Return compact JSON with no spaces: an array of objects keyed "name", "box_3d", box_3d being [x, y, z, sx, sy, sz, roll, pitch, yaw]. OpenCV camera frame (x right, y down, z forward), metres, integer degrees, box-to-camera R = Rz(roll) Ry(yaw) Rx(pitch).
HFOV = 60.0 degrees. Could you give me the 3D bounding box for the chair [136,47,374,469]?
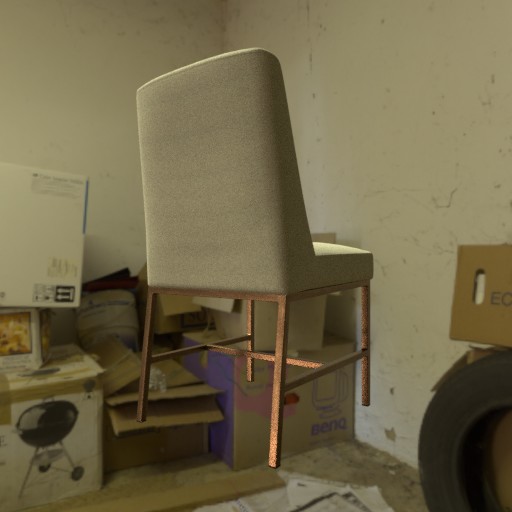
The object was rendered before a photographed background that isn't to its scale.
[{"name":"chair","box_3d":[0.000,0.000,1.308,0.503,0.933,0.597,0,0,37]}]
